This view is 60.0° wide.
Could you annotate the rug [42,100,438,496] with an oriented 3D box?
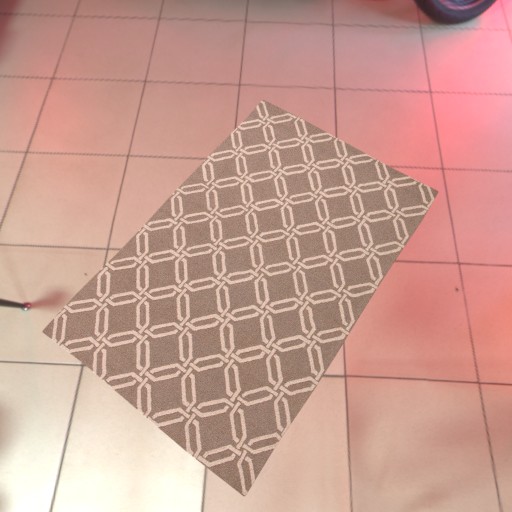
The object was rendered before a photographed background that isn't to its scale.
[{"bbox_3d":[0.000,0.000,2.163,1.142,0.010,1.748,32,68,15],"label":"rug"}]
